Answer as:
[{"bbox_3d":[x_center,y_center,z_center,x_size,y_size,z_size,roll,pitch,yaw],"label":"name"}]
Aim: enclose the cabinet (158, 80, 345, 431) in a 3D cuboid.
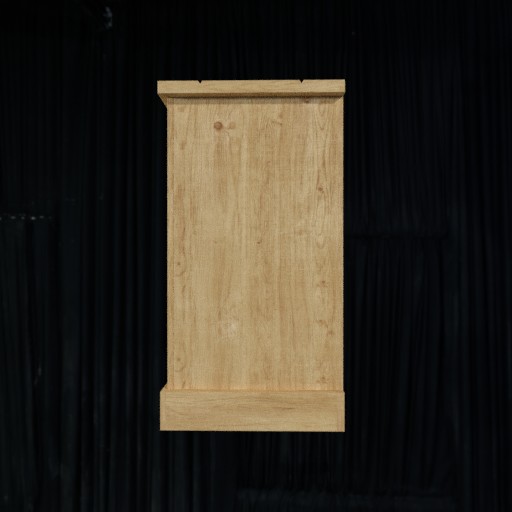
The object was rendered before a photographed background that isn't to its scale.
[{"bbox_3d":[0.000,0.000,1.681,0.432,0.810,1.321,0,0,1],"label":"cabinet"}]
